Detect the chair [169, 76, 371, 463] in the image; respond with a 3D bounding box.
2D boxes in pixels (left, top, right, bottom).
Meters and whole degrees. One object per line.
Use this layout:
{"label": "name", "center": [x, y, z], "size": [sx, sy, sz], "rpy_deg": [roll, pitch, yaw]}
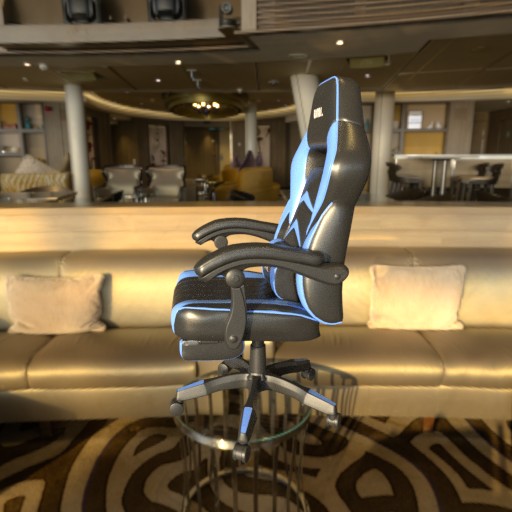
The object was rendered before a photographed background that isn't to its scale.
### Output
{"label": "chair", "center": [0.000, 0.000, 1.690], "size": [0.700, 1.280, 0.700], "rpy_deg": [-2, 13, -8]}
